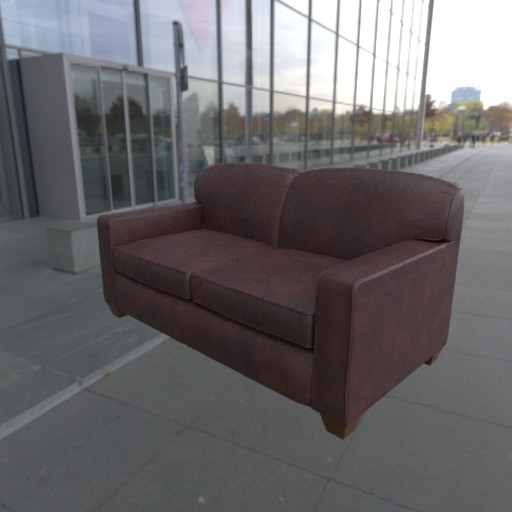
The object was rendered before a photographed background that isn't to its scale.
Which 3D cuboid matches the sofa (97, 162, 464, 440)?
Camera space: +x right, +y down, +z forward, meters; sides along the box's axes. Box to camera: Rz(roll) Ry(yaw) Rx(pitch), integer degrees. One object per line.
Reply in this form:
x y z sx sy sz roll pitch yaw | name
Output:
0.000 0.000 2.461 1.856 0.966 1.000 14 21 42 | sofa
